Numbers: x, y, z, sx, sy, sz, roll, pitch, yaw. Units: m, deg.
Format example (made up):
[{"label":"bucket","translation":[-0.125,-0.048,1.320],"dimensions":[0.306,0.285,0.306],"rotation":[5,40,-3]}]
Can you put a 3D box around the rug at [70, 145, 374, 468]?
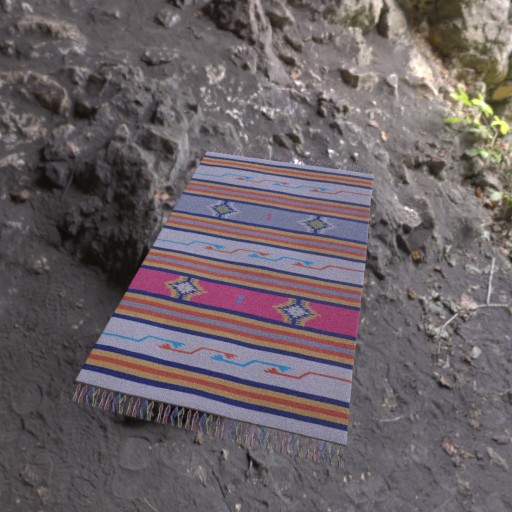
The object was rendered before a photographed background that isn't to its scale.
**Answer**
[{"label":"rug","translation":[0.000,0.000,2.245],"dimensions":[1.084,0.013,1.849],"rotation":[10,47,9]}]
